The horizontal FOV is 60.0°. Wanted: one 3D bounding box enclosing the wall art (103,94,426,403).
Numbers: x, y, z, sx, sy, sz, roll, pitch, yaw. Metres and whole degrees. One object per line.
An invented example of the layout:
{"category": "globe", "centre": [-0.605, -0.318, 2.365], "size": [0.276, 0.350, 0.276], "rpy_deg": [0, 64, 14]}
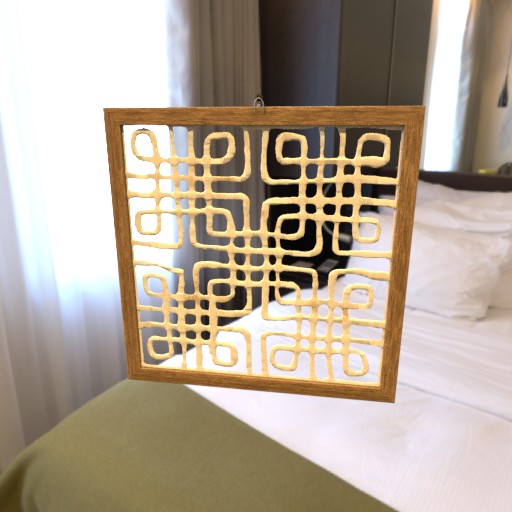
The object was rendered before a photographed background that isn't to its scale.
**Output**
{"category": "wall art", "centre": [0.000, 0.000, 0.846], "size": [0.561, 0.582, 0.021], "rpy_deg": [3, 17, 9]}
